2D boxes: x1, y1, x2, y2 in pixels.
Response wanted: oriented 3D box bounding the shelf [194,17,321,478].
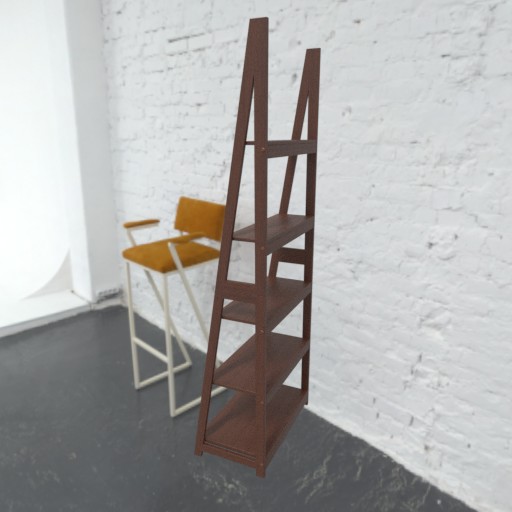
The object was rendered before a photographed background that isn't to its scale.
[{"bbox_3d":[0.000,0.000,1.978,0.350,1.770,0.600,7,17,24],"label":"shelf"}]
